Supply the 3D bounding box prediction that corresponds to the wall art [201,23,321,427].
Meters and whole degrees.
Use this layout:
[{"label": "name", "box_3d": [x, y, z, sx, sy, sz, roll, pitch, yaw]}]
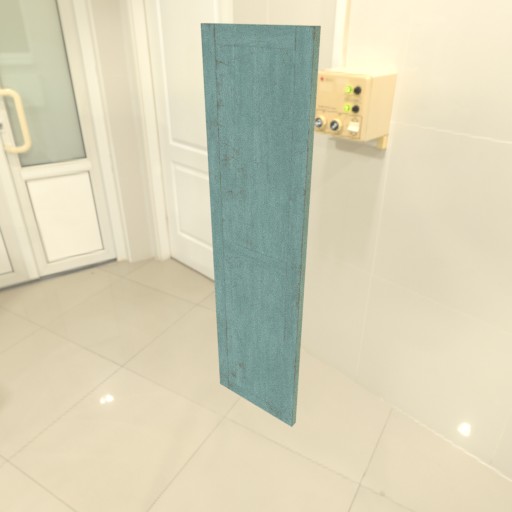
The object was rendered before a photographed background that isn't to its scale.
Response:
[{"label": "wall art", "box_3d": [0.000, 0.000, 1.316, 0.329, 1.219, 0.025, 21, 35, 32]}]
